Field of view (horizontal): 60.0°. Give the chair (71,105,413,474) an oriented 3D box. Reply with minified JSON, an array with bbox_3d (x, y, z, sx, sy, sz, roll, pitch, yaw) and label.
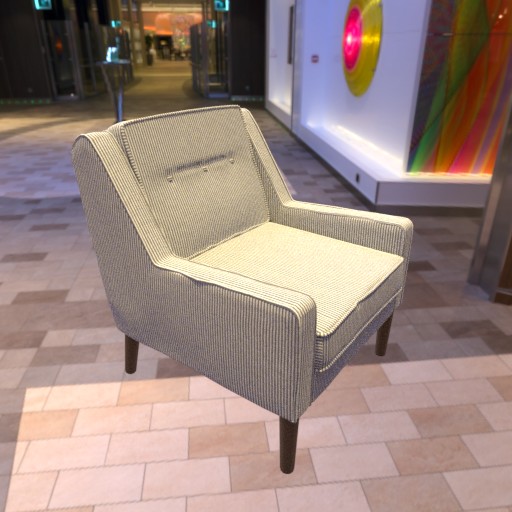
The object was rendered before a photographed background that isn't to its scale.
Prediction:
[{"bbox_3d":[0.000,0.000,1.320,0.743,0.792,0.663,18,31,33],"label":"chair"}]
